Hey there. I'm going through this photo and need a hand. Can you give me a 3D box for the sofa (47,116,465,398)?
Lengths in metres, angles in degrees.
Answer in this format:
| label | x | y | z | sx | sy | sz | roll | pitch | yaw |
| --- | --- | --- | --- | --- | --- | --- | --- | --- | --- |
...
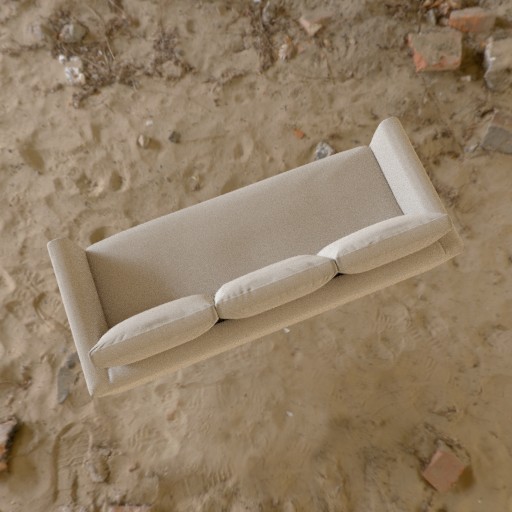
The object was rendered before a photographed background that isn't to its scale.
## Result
| label | x | y | z | sx | sy | sz | roll | pitch | yaw |
| --- | --- | --- | --- | --- | --- | --- | --- | --- | --- |
| sofa | 0.000 | 0.000 | 2.691 | 2.198 | 0.911 | 0.902 | -21 | 77 | -5 |
